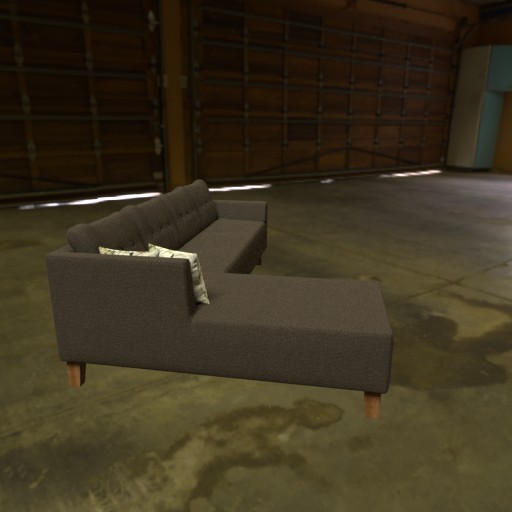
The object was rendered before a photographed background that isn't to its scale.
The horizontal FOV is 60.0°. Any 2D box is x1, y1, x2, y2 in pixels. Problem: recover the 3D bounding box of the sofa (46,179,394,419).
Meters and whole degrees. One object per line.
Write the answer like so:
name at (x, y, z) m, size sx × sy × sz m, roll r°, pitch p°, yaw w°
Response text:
sofa at (0.000, 0.000, 3.531) m, size 1.829 × 0.932 × 2.679 m, roll 3°, pitch 16°, yaw 10°
